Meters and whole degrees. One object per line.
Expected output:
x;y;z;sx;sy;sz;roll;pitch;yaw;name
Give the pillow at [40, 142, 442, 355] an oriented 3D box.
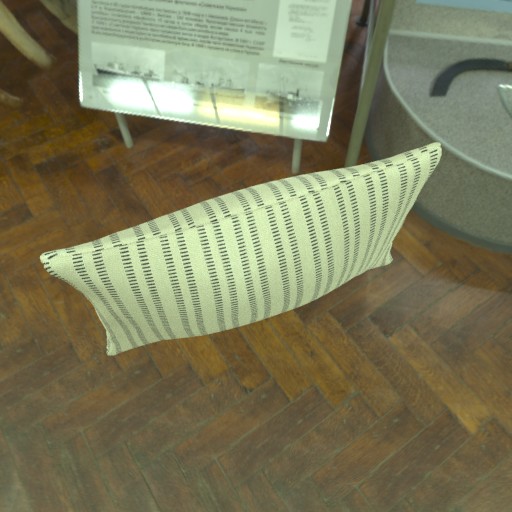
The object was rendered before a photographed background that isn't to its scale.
0.000;0.000;0.804;0.640;0.353;0.210;-17;60;-10;pillow
